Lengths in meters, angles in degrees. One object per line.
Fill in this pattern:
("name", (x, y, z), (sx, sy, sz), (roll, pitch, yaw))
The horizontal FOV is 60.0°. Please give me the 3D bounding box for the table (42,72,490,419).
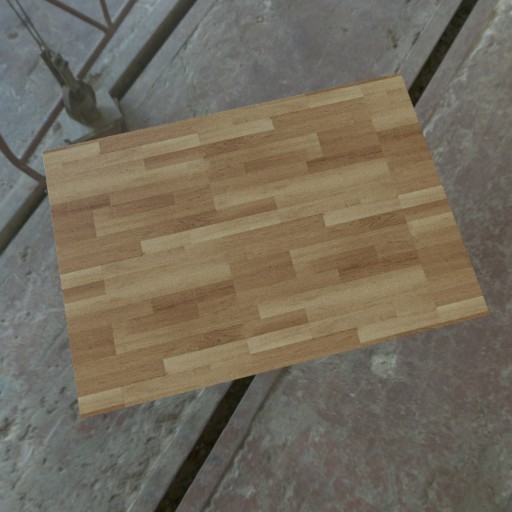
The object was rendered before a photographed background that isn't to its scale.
("table", (0.000, 0.000, 1.829), (1.300, 0.750, 0.900), (-13, 77, -3))
